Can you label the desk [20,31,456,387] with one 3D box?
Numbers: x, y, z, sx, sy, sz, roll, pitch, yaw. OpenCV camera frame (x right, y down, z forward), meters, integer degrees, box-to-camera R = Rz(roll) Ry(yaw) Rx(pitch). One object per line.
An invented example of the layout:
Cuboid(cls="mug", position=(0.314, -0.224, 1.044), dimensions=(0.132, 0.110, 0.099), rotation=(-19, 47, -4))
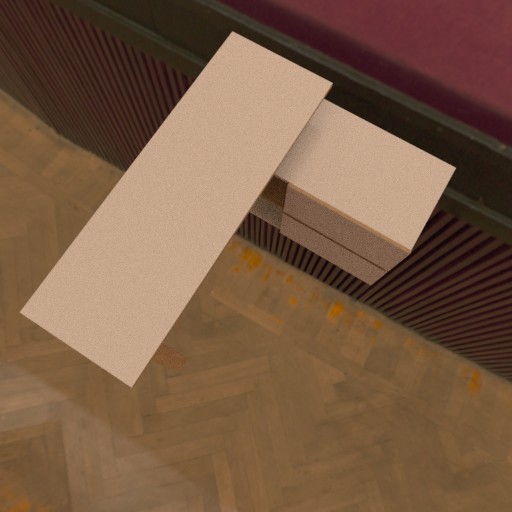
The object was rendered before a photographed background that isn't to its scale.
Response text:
Cuboid(cls="desk", position=(0.000, 0.000, 2.010), dimensions=(1.098, 0.755, 1.404), rotation=(31, 77, 8))
